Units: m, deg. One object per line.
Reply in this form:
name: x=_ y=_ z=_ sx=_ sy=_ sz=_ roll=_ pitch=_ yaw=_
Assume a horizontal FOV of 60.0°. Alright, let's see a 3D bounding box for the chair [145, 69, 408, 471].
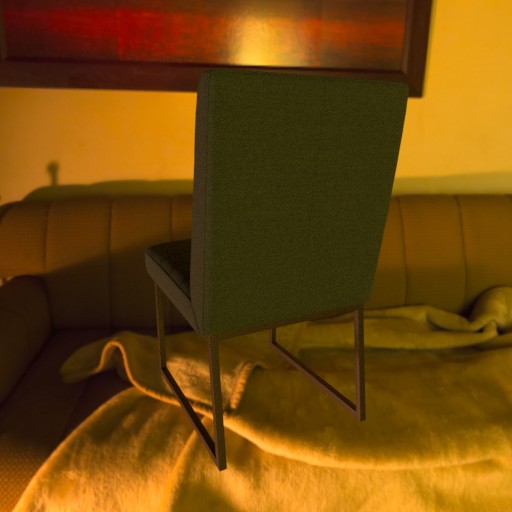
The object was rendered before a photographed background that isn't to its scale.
chair: x=0.000 y=0.000 z=1.301 sx=0.520 sy=0.930 sz=0.634 roll=-7 pitch=16 yaw=-26
